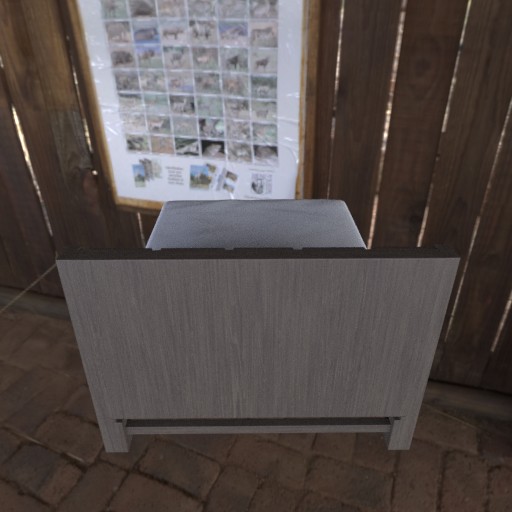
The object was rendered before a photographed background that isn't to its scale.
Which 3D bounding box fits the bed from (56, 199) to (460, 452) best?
[{"bbox_3d":[0.000,0.000,3.176,1.727,1.270,2.242,0,30,-1],"label":"bed"}]
